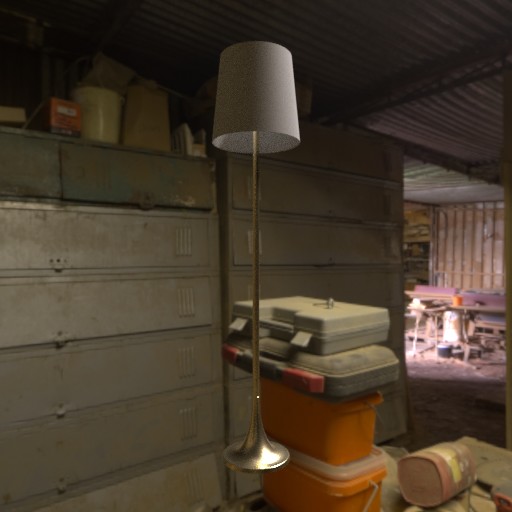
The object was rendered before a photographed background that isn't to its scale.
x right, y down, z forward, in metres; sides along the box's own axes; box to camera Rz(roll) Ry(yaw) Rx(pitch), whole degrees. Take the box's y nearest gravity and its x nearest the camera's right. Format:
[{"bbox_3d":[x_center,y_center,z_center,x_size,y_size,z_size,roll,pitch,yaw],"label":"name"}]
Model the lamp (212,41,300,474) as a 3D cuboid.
[{"bbox_3d":[0.000,0.000,1.703,0.337,1.543,0.337,0,0,0],"label":"lamp"}]
